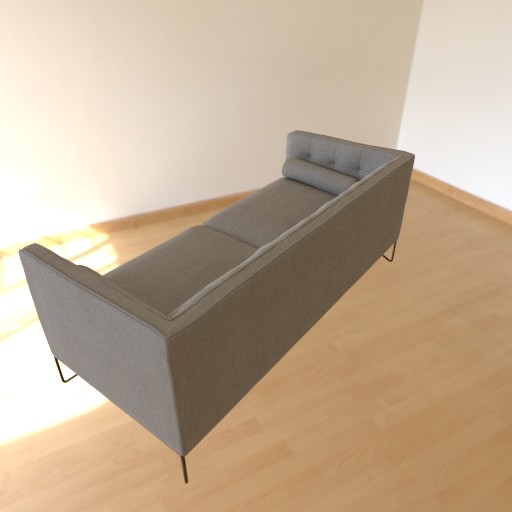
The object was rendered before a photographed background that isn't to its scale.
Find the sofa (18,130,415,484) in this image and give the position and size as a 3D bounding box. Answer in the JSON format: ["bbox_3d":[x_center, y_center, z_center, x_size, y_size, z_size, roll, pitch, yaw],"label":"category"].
[{"bbox_3d":[0.000,0.000,2.457,0.912,0.798,2.079,22,39,31],"label":"sofa"}]
